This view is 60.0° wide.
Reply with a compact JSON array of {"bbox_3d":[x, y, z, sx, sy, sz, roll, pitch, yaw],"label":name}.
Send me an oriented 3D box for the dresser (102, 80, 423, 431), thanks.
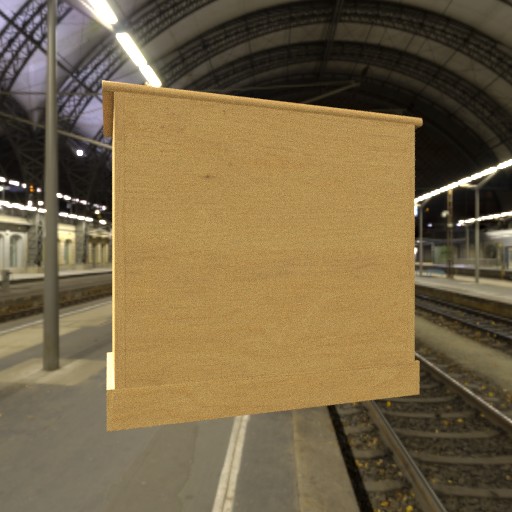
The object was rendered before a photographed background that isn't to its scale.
[{"bbox_3d":[0.000,0.000,1.404,0.915,0.835,0.440,0,0,-18],"label":"dresser"}]
